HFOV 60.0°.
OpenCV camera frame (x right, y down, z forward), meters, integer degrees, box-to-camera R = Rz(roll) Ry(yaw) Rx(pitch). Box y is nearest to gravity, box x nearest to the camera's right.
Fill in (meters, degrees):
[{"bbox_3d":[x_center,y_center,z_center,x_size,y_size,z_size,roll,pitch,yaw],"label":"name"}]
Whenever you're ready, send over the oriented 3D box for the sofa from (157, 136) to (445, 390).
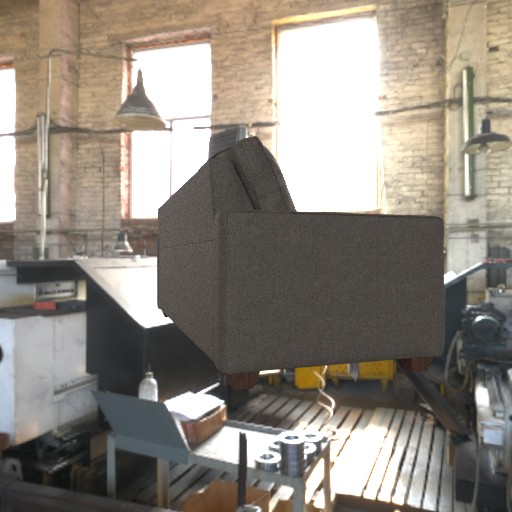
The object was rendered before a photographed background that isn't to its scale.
[{"bbox_3d":[0.000,0.000,2.564,0.940,0.919,2.080,0,0,-19],"label":"sofa"}]
